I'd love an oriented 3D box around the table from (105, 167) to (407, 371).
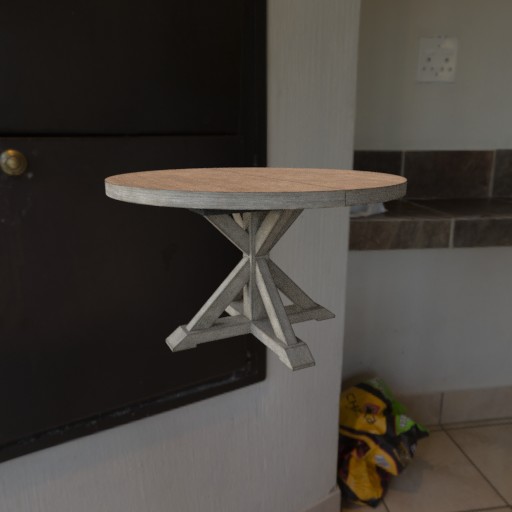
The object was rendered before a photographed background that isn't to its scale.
[{"bbox_3d":[0.000,0.000,2.195,1.363,0.781,1.363,0,15,0],"label":"table"}]
